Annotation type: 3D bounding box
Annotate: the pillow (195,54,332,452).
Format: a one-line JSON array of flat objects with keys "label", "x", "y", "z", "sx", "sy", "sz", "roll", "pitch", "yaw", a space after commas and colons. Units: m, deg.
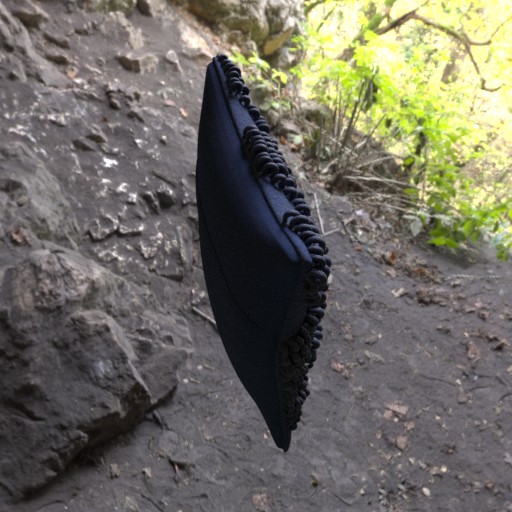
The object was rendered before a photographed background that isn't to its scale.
[{"label": "pillow", "x": 0.000, "y": 0.000, "z": 0.713, "sx": 0.172, "sy": 0.466, "sz": 0.469, "roll": -11, "pitch": 49, "yaw": -10}]
